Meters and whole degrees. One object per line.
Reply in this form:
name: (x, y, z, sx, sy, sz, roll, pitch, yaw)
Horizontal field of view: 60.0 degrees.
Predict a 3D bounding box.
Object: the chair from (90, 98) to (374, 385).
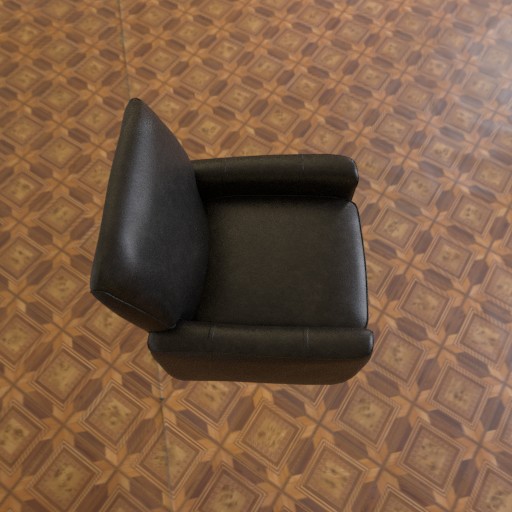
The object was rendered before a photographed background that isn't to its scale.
chair: (0.000, 0.000, 1.691, 0.864, 1.014, 0.848, 1, 64, 1)
